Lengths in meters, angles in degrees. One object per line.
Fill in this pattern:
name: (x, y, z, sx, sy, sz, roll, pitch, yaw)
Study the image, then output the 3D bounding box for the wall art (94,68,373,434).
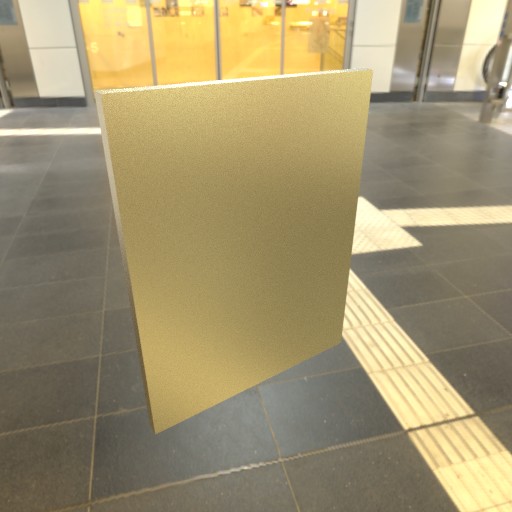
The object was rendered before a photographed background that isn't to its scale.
wall art: (0.000, 0.000, 0.760, 0.444, 0.569, 0.025, -18, 34, -29)
